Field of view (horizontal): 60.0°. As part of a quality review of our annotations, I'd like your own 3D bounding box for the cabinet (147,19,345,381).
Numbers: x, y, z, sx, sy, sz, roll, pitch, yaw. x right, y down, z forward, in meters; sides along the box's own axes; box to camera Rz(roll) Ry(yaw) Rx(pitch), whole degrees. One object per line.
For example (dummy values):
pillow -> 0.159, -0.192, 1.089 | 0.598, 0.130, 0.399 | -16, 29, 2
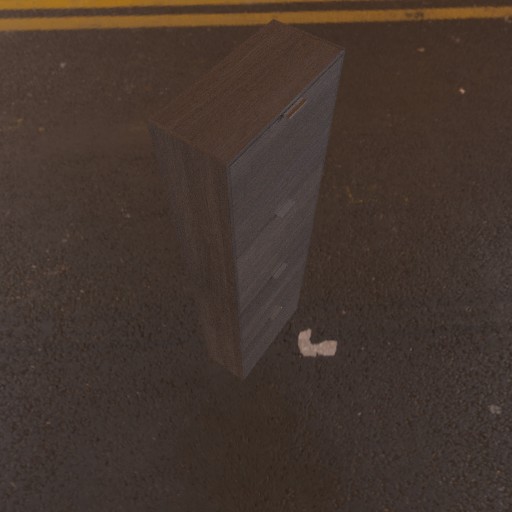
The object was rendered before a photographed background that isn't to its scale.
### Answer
cabinet -> 0.000, 0.000, 1.798 | 0.255, 1.630, 0.520 | 32, 63, 18
